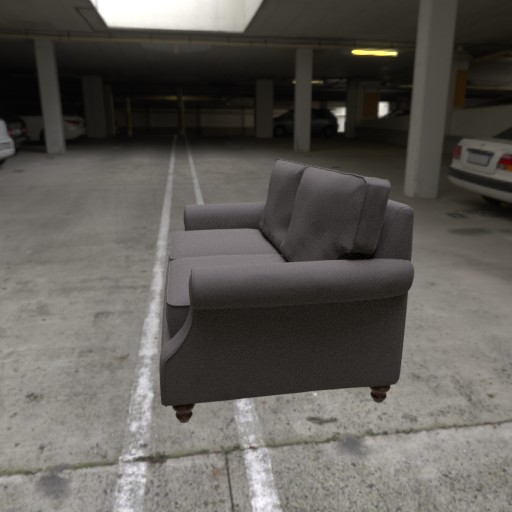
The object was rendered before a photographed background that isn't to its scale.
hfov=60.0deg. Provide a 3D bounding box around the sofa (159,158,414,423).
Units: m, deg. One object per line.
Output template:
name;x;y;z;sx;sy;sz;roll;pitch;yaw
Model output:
sofa;0.000;0.000;2.322;0.964;0.937;1.665;-3;15;-9
